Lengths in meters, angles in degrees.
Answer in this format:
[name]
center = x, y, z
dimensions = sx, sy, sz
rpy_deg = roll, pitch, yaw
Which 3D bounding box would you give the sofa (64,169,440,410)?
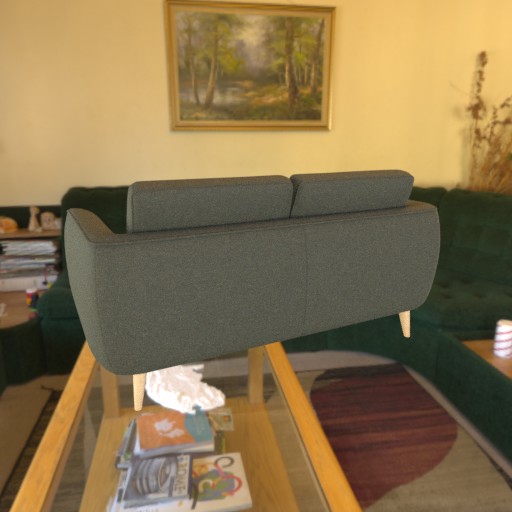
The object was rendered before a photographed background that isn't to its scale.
[sofa]
center = 0.000, 0.000, 2.211
dimensions = 1.700, 0.850, 0.920
rpy_deg = -8, 17, -26
